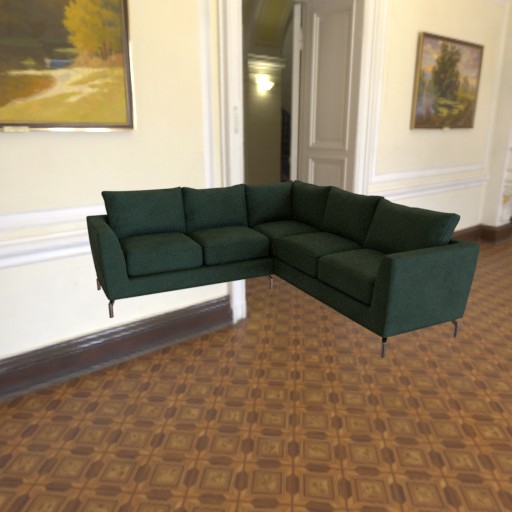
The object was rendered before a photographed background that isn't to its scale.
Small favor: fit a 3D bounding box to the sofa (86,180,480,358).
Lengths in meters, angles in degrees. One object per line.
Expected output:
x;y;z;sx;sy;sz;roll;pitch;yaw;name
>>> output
0.000;0.000;3.824;2.468;1.004;2.452;-8;18;-25;sofa
